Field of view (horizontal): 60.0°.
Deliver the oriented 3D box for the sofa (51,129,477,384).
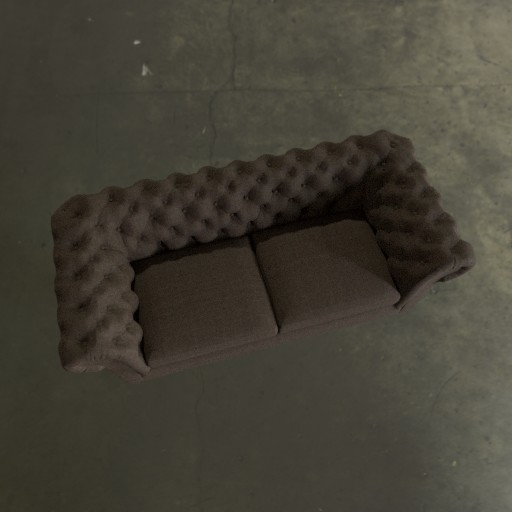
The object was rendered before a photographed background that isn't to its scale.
[{"bbox_3d":[0.000,0.000,2.527,2.048,0.780,0.944,-13,64,-7],"label":"sofa"}]
